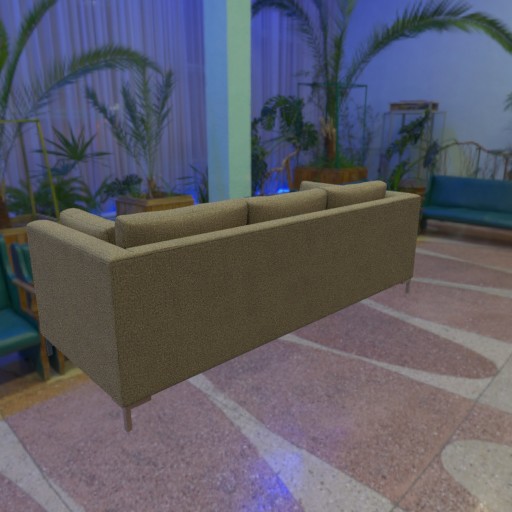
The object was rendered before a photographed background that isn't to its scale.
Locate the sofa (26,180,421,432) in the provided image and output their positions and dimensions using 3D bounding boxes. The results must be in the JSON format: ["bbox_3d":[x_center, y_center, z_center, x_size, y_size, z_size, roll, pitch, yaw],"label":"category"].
[{"bbox_3d":[0.000,0.000,2.847,2.415,0.867,0.969,-15,21,-42],"label":"sofa"}]
